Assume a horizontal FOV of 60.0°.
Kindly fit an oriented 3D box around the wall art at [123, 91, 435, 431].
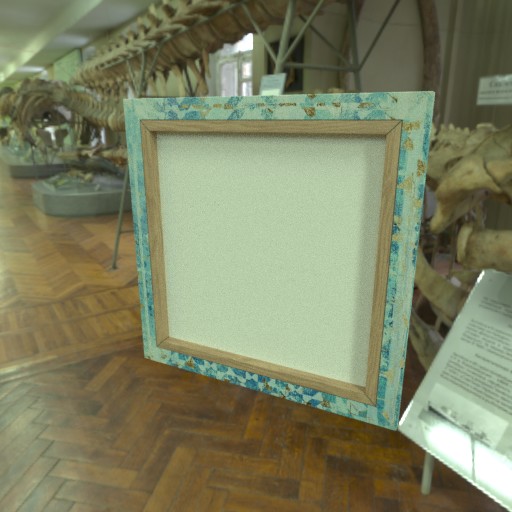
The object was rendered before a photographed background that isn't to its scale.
[{"bbox_3d":[0.000,0.000,1.348,0.916,0.916,0.040,8,19,25],"label":"wall art"}]
